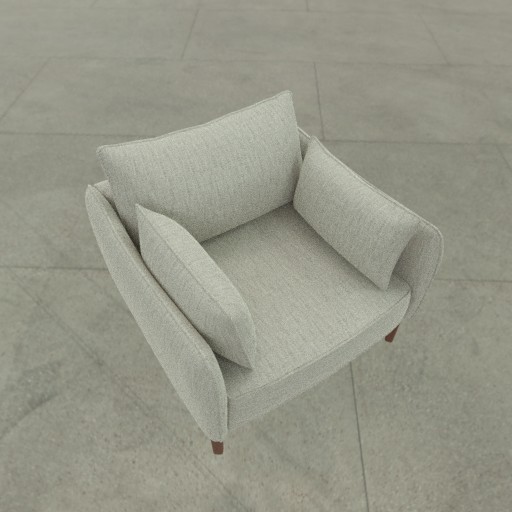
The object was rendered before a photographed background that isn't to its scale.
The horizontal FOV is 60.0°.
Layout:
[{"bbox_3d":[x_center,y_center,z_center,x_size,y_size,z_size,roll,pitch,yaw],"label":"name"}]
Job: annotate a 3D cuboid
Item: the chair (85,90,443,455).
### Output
[{"bbox_3d":[0.000,0.000,1.721,0.994,0.855,0.991,-26,52,-22],"label":"chair"}]
